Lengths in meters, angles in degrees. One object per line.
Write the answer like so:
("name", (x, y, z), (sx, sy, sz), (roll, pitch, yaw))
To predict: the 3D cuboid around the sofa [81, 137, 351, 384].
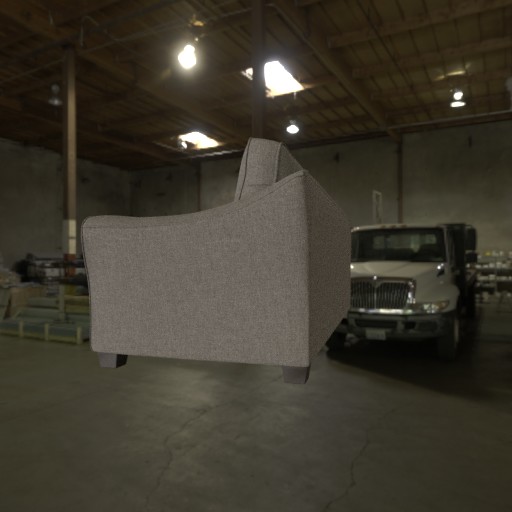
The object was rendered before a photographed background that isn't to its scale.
("sofa", (0.000, 0.000, 2.756), (1.013, 0.976, 2.203), (0, 0, 16))
